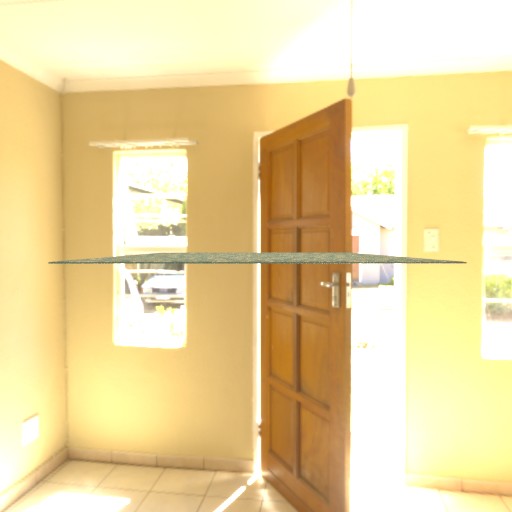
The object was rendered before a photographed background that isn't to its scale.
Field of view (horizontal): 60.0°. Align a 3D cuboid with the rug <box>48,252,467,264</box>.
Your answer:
[{"bbox_3d":[0.000,0.000,3.982,2.363,0.012,2.980,0,1,-1],"label":"rug"}]
